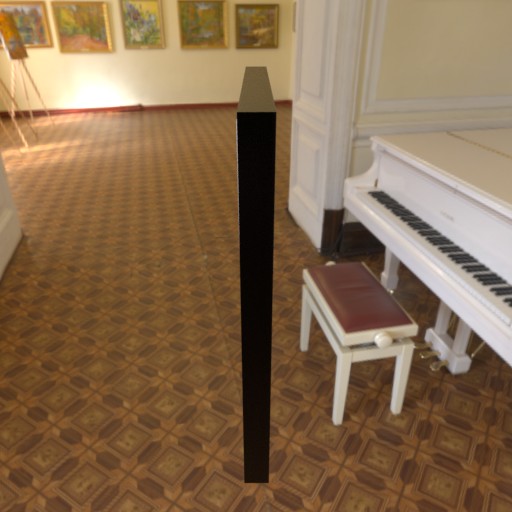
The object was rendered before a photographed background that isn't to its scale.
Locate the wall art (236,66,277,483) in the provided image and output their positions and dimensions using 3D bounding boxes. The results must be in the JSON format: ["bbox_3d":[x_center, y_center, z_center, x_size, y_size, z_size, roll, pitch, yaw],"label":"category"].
[{"bbox_3d":[0.000,0.000,0.751,0.039,0.553,0.451,0,28,0],"label":"wall art"}]
